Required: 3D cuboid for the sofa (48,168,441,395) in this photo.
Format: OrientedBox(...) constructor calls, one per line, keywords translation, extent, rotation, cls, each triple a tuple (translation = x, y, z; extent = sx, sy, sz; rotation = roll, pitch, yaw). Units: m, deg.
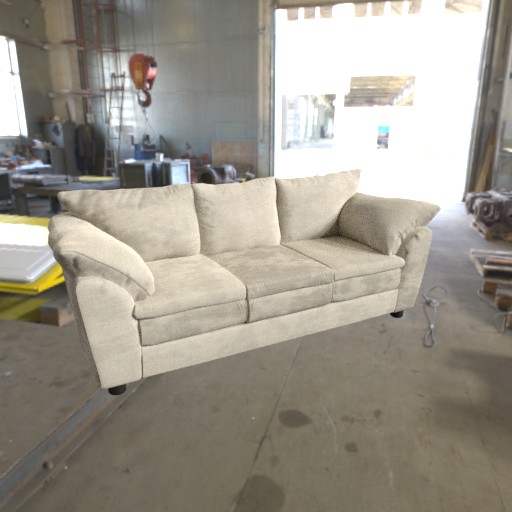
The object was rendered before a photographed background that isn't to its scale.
OrientedBox(translation=(0.000, 0.000, 2.824), extent=(2.377, 0.981, 0.893), rotation=(-9, 18, -28), cls="sofa")
